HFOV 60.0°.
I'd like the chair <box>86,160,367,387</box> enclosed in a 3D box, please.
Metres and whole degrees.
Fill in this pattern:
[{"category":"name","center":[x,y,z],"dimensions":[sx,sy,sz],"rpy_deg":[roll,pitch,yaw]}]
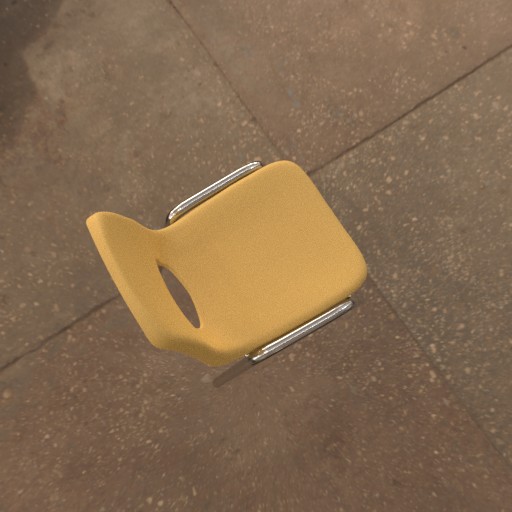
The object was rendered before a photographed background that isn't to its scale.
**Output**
[{"category":"chair","center":[0.000,0.000,0.834],"dimensions":[0.423,0.586,0.354],"rpy_deg":[-31,77,-8]}]
